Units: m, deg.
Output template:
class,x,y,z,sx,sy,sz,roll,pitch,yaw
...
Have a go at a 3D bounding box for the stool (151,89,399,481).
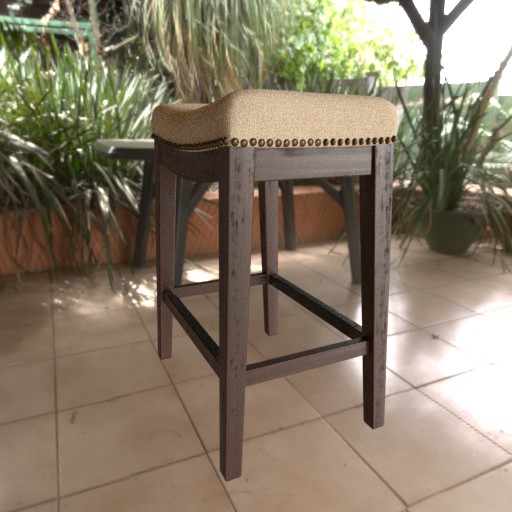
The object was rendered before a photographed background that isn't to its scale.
class,x,y,z,sx,sy,sz,roll,pitch,yaw
stool,0.000,0.000,0.994,0.363,0.669,0.509,-8,18,-24
